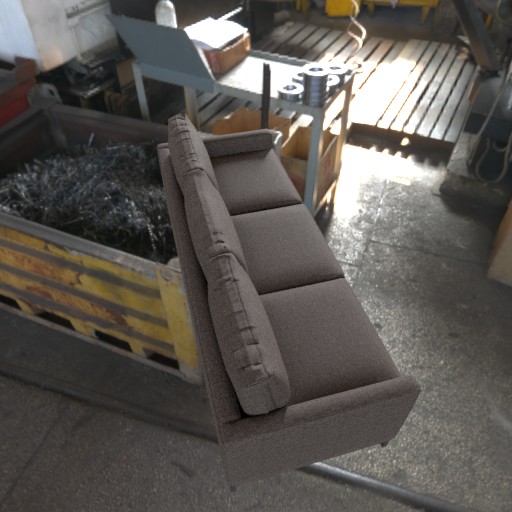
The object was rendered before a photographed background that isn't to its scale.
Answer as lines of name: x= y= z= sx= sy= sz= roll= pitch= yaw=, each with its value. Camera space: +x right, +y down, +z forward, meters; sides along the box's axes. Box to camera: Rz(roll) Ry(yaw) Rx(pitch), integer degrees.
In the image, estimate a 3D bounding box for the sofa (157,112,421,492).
sofa: x=0.000 y=0.000 z=2.636 sx=0.876 sy=0.882 sz=2.253 roll=-11 pitch=46 yaw=-11
